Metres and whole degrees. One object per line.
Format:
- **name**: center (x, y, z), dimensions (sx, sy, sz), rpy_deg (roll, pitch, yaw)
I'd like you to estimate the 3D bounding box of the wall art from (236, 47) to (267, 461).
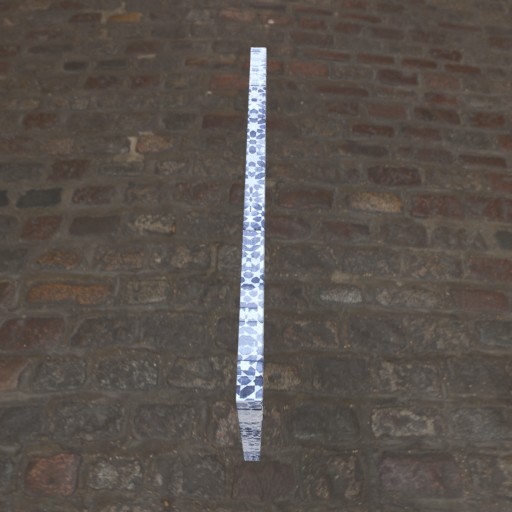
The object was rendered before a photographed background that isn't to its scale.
- **wall art**: center (0.000, 0.000, 0.783), dimensions (0.030, 0.406, 0.608), rpy_deg (1, 57, 1)
